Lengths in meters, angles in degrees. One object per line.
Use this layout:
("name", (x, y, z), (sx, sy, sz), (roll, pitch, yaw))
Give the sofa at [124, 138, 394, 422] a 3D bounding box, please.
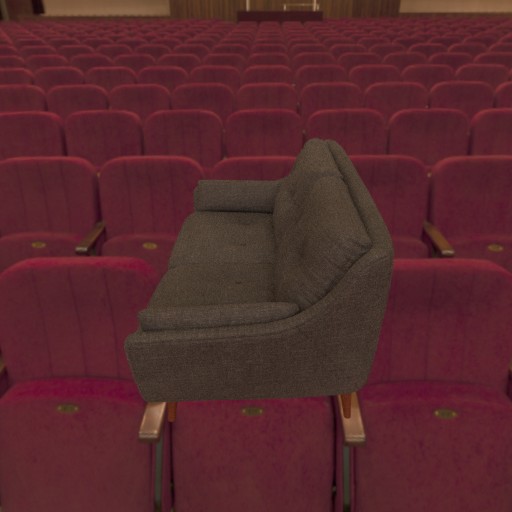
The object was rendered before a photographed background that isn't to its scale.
("sofa", (0.000, 0.000, 2.262), (0.976, 0.887, 1.646), (1, 28, 2))
